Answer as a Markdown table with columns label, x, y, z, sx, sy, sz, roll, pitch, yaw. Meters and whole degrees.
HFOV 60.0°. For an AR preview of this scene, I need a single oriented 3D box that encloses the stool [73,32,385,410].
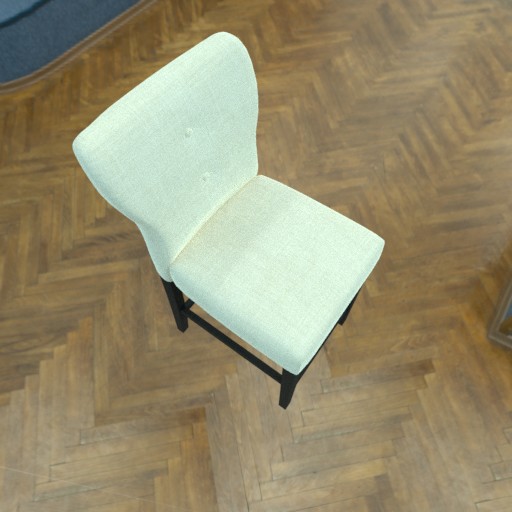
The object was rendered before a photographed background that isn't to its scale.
| label | x | y | z | sx | sy | sz | roll | pitch | yaw |
| --- | --- | --- | --- | --- | --- | --- | --- | --- | --- |
| stool | 0.000 | 0.000 | 1.305 | 0.603 | 0.972 | 0.514 | 32 | 64 | 18 |
